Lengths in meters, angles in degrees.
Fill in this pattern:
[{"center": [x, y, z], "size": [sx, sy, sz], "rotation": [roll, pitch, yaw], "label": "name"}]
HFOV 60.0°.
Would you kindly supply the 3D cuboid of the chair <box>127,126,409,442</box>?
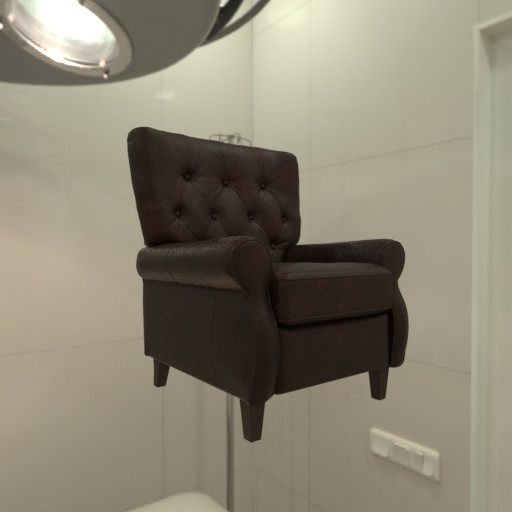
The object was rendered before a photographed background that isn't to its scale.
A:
[{"center": [0.000, 0.000, 1.939], "size": [0.948, 1.158, 1.058], "rotation": [-1, 1, -37], "label": "chair"}]
